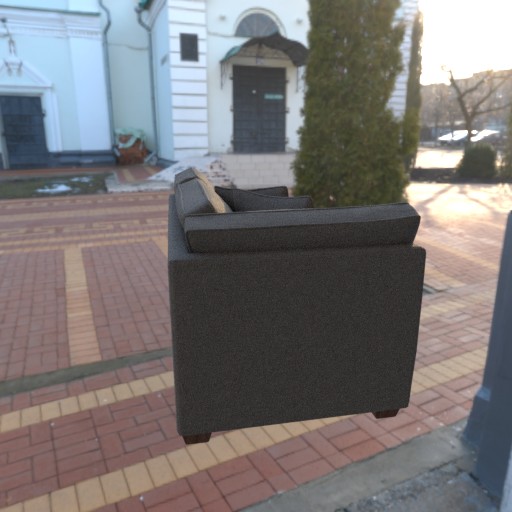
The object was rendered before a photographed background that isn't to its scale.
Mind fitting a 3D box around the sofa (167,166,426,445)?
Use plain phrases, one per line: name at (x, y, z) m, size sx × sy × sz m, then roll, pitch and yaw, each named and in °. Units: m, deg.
sofa at (0.000, 0.000, 2.865) m, size 1.110 × 1.033 × 2.237 m, roll -3°, pitch 16°, yaw -10°
